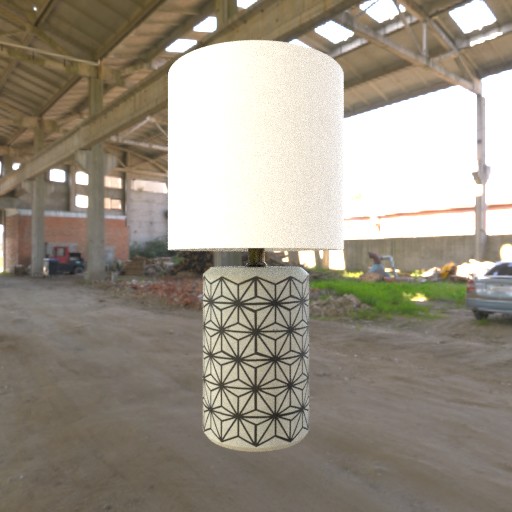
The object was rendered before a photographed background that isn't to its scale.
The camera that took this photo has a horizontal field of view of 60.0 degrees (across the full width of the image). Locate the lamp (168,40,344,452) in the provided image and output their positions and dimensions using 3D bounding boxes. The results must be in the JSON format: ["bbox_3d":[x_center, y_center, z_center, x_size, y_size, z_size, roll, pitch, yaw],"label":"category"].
[{"bbox_3d":[0.000,0.000,0.530,0.206,0.416,0.206,0,0,17],"label":"lamp"}]
